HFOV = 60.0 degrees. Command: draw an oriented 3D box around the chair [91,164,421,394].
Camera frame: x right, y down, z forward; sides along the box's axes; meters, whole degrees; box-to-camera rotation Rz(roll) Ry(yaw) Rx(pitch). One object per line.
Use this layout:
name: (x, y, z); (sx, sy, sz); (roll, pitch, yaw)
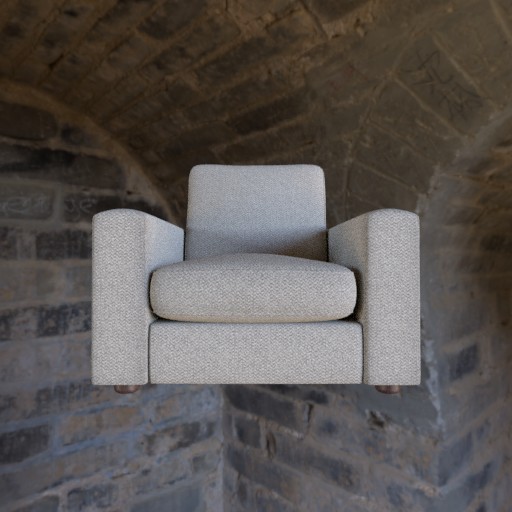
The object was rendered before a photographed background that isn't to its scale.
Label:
chair: (0.000, 0.000, 1.805); (1.005, 0.873, 1.016); (0, -1, 0)
